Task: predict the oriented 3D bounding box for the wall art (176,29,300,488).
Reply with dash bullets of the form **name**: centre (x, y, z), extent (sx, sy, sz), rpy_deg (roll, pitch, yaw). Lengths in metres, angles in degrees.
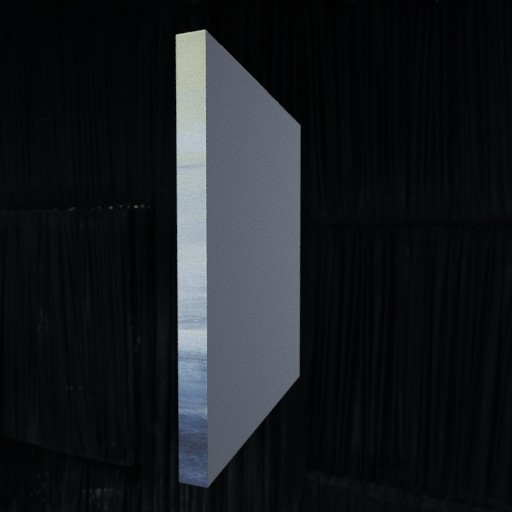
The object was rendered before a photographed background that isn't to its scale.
- **wall art**: centre (0.000, 0.000, 0.705), extent (0.037, 0.511, 0.435), rpy_deg (1, 2, 19)
